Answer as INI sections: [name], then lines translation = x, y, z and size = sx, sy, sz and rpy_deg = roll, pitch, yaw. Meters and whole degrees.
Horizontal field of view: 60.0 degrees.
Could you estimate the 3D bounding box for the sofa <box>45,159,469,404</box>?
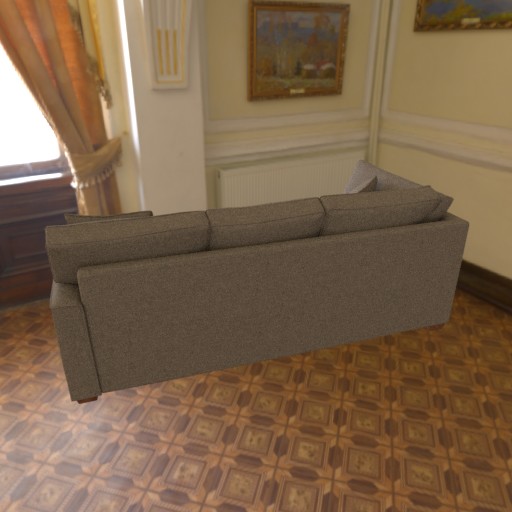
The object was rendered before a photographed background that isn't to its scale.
[sofa]
translation = 0.000, 0.000, 2.829
size = 2.317, 0.962, 1.061
rpy_deg = -8, 27, -16
